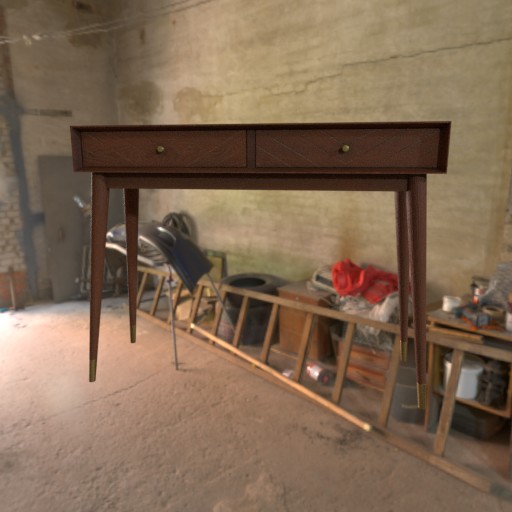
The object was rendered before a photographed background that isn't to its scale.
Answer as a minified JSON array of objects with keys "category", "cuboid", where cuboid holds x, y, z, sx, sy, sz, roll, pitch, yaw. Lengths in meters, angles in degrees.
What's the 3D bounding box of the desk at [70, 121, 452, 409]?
[{"category":"desk","cuboid":[0.000,0.000,1.642,1.204,0.917,0.384,2,12,9]}]
